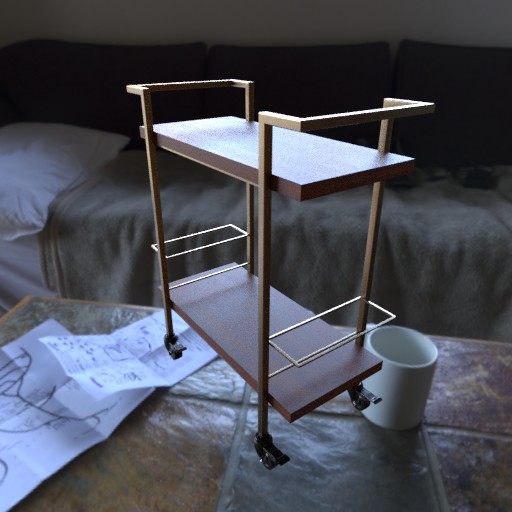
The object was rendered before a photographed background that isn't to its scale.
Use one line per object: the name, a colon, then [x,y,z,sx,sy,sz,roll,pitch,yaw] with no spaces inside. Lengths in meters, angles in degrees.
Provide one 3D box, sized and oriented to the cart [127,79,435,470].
cart: [0.000,0.000,1.163,0.364,0.807,0.695,-18,31,-32]
